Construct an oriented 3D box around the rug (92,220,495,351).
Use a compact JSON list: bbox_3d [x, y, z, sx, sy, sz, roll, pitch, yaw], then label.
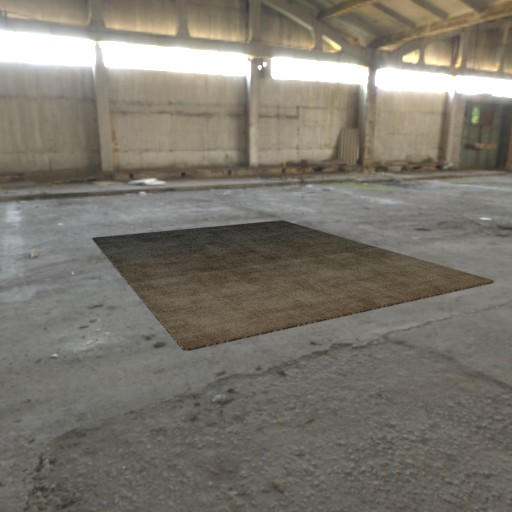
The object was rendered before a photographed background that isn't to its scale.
[{"bbox_3d":[0.000,0.000,3.842,2.306,0.017,2.902,-7,16,-27],"label":"rug"}]
